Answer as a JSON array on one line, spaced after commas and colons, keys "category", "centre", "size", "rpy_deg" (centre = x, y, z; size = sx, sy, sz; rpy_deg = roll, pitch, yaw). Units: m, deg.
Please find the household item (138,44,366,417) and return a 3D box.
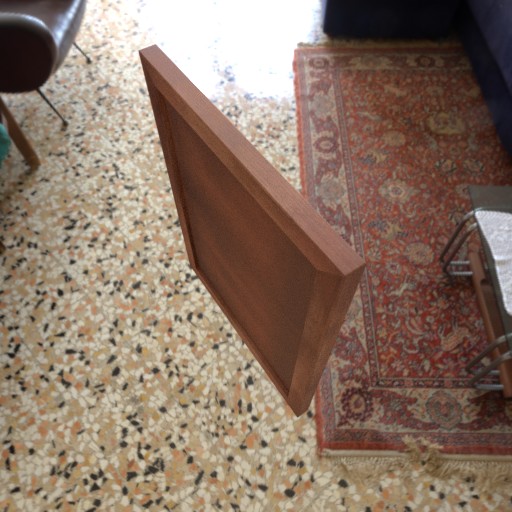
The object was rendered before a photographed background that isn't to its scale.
[{"category": "household item", "centre": [0.000, 0.000, 0.545], "size": [0.067, 0.407, 0.310], "rpy_deg": [-30, 62, -18]}]
